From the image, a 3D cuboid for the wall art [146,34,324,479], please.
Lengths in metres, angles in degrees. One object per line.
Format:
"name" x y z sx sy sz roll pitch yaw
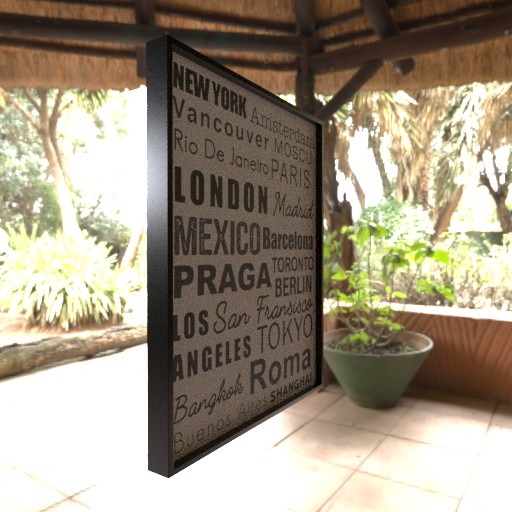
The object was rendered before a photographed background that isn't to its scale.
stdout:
"wall art" 0.000 0.000 0.745 0.038 0.551 0.448 1 1 34
